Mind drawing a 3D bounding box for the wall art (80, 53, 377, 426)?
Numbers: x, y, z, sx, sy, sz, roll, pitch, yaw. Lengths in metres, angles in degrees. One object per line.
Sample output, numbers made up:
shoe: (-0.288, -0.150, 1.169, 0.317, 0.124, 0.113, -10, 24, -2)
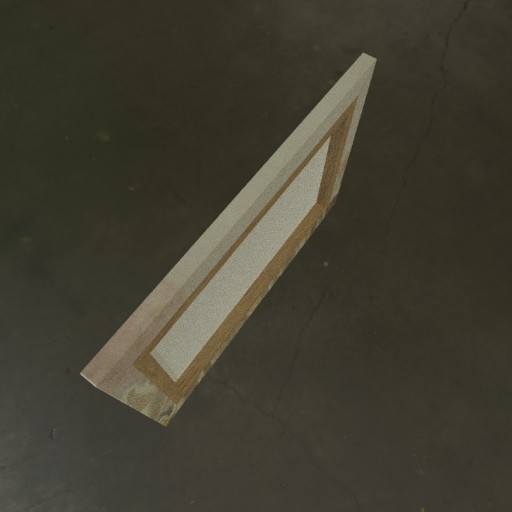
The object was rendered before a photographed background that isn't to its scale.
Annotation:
wall art: (0.000, 0.000, 1.142, 0.040, 0.608, 0.916, 33, 68, 15)
